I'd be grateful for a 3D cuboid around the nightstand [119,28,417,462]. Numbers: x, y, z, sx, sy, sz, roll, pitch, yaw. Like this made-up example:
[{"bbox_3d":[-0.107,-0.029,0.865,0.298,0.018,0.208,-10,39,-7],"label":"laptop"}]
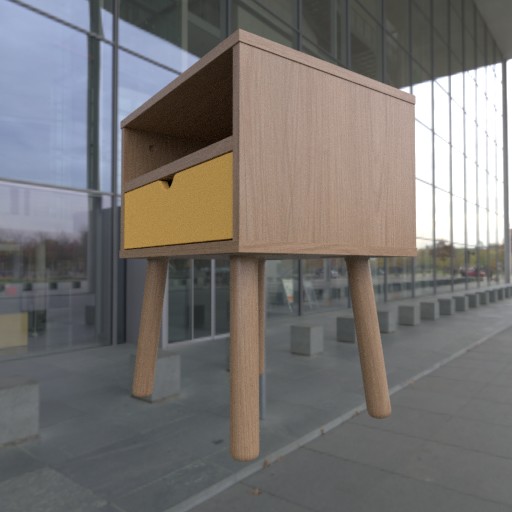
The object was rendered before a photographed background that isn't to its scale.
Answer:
[{"bbox_3d":[0.000,0.000,0.857,0.380,0.571,0.450,1,-2,-36],"label":"nightstand"}]
